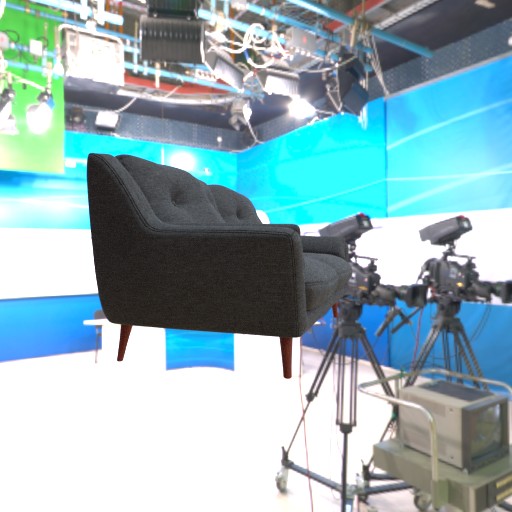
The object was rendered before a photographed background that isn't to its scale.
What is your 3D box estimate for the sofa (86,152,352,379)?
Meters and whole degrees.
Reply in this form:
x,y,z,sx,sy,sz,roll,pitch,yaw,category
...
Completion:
x,y,z,sx,sy,sz,roll,pitch,yaw,category
0.000,0.000,2.517,0.975,0.896,1.929,0,1,17,sofa
